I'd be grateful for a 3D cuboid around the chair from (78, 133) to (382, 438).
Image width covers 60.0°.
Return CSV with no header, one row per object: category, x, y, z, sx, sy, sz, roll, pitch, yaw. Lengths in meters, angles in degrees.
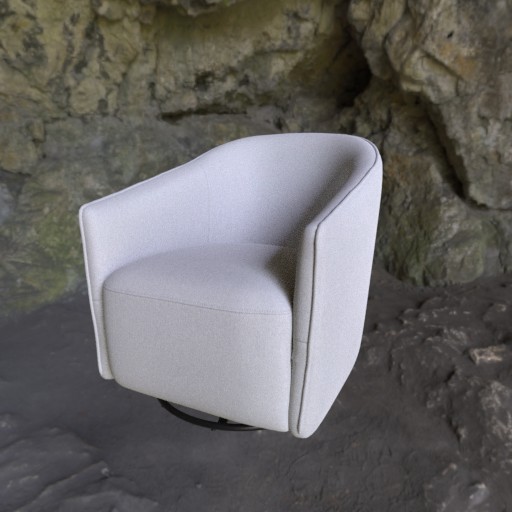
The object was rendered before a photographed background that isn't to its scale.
chair,0.000,0.000,1.448,0.747,0.799,0.875,7,15,26
